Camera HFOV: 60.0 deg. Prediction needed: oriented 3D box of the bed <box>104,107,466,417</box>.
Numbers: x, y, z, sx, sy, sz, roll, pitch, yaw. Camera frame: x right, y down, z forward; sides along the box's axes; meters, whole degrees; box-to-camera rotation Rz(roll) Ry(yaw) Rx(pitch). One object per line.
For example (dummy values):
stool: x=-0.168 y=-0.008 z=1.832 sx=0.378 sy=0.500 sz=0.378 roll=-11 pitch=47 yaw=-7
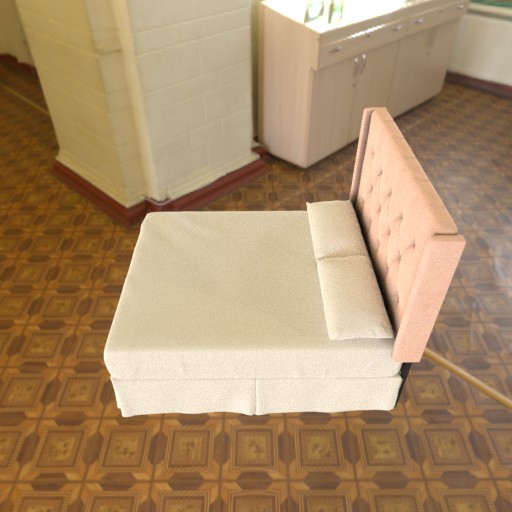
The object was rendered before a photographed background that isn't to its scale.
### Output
bed: x=0.000 y=0.000 z=3.348 sx=2.066 sy=1.665 sz=1.719 roll=0 pitch=40 yaw=0
